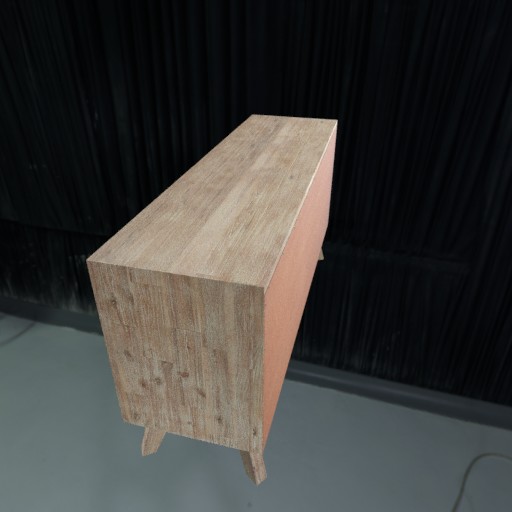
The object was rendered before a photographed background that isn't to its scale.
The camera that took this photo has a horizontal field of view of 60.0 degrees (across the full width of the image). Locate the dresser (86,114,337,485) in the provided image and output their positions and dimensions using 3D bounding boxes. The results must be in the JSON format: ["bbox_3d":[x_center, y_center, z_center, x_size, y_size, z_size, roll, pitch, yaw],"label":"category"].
[{"bbox_3d":[0.000,0.000,1.895,0.455,0.805,1.554,8,32,13],"label":"dresser"}]
